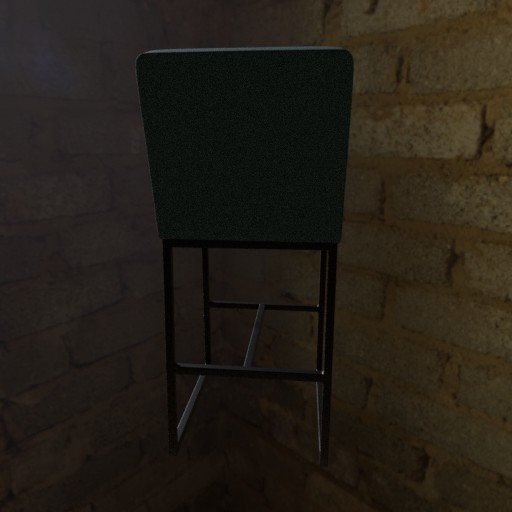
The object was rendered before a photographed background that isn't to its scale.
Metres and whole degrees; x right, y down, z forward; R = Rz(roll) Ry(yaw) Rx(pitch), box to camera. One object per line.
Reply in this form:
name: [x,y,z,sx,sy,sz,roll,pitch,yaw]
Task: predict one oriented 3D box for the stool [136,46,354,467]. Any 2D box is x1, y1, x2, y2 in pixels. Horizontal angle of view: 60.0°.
stool: [0.000,0.000,1.296,0.460,1.040,0.560,2,16,6]
